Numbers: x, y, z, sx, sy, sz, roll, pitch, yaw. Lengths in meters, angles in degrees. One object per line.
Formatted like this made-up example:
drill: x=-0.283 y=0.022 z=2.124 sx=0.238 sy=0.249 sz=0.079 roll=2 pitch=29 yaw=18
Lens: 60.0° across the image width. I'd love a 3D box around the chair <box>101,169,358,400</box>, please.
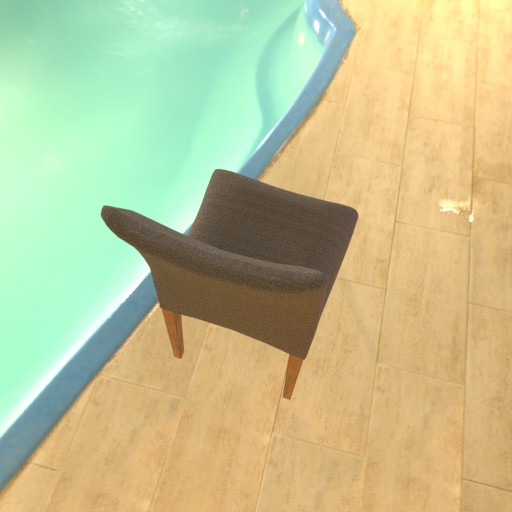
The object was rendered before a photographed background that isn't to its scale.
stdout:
chair: x=0.000 y=0.000 z=1.283 sx=0.496 sy=0.940 sz=0.585 roll=18 pitch=64 yaw=9
